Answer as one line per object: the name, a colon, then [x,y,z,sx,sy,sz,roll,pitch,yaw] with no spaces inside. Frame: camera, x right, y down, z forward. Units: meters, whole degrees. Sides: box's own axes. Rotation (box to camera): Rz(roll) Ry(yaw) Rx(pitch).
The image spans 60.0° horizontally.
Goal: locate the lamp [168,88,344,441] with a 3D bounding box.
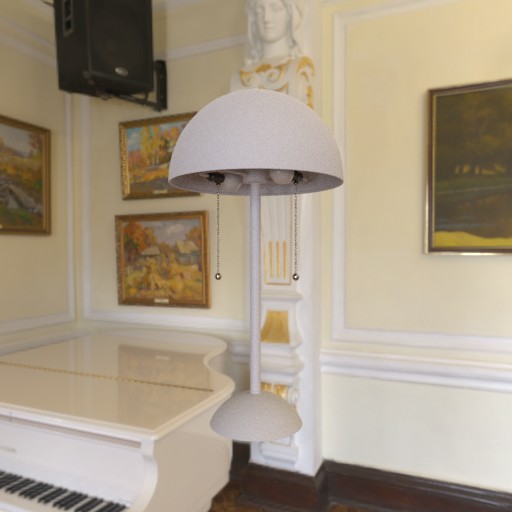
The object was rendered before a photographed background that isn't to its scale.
lamp: [0.000,0.000,0.440,0.171,0.330,0.171,0,0,0]
